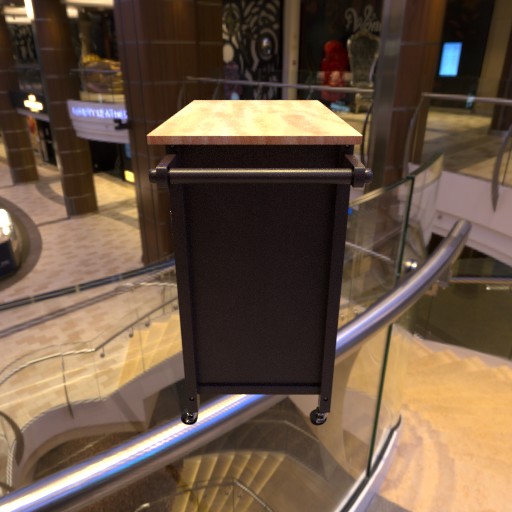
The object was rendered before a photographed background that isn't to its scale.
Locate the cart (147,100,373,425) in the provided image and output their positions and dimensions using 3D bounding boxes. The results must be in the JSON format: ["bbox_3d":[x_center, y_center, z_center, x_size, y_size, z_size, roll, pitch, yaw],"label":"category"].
[{"bbox_3d":[0.000,0.000,1.446,0.472,0.878,0.914,0,25,0],"label":"cart"}]
